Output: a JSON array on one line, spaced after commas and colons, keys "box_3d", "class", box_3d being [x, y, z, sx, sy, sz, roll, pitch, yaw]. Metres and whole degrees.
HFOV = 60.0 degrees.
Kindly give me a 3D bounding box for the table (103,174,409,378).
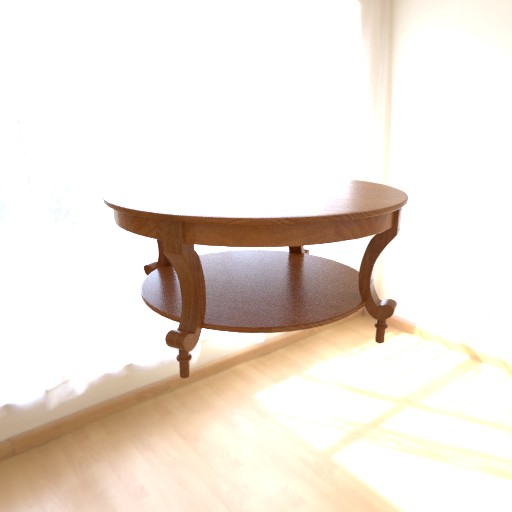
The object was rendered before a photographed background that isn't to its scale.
[{"box_3d": [0.000, 0.000, 1.633, 1.029, 0.490, 1.029, 0, 16, 0], "class": "table"}]
